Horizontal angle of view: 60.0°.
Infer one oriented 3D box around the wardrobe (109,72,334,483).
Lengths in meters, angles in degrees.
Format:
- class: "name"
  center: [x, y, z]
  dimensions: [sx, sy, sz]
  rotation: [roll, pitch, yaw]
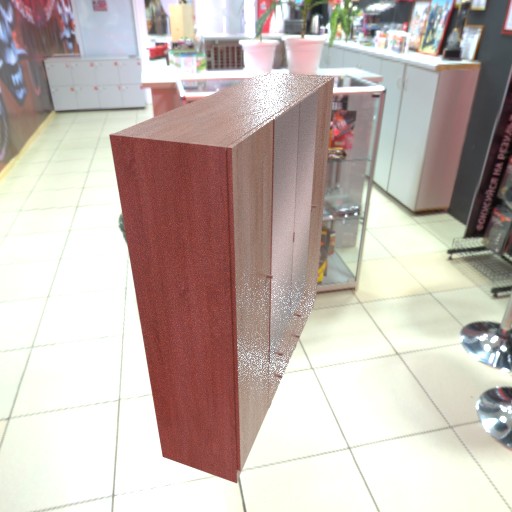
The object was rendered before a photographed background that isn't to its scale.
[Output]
- class: "wardrobe"
  center: [0.000, 0.000, 3.154]
  dimensions: [0.598, 2.159, 1.998]
  rotation: [11, 32, 18]
